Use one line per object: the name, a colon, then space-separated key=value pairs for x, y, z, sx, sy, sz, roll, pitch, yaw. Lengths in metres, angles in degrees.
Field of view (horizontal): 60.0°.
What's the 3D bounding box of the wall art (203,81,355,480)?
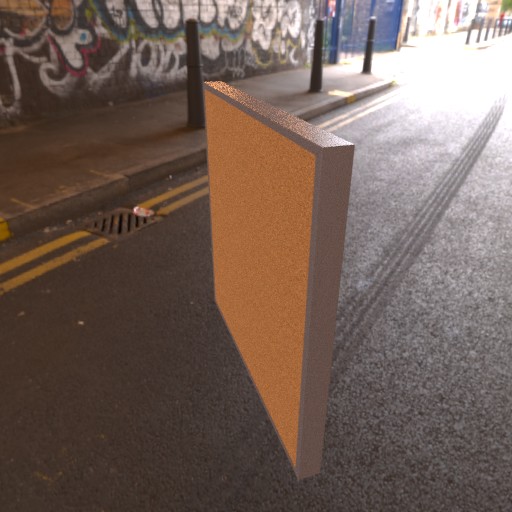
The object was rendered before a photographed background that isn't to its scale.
wall art: x=0.000 y=0.000 z=0.528 sx=0.028 sy=0.349 sz=0.349 roll=-9 pitch=30 yaw=-17
